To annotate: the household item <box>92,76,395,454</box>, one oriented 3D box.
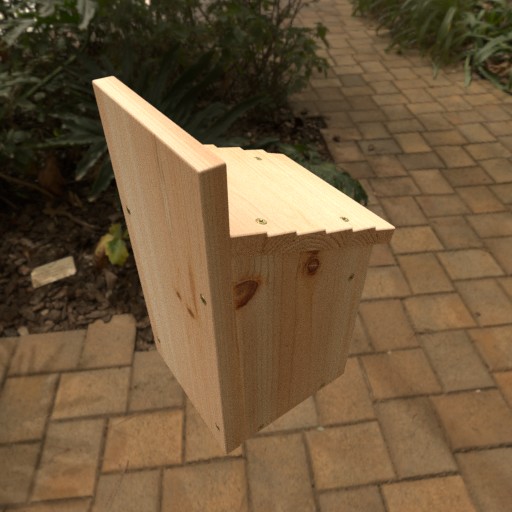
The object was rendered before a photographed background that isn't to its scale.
[{"bbox_3d":[0.000,0.000,0.392,0.171,0.300,0.149,-25,47,-26],"label":"household item"}]
